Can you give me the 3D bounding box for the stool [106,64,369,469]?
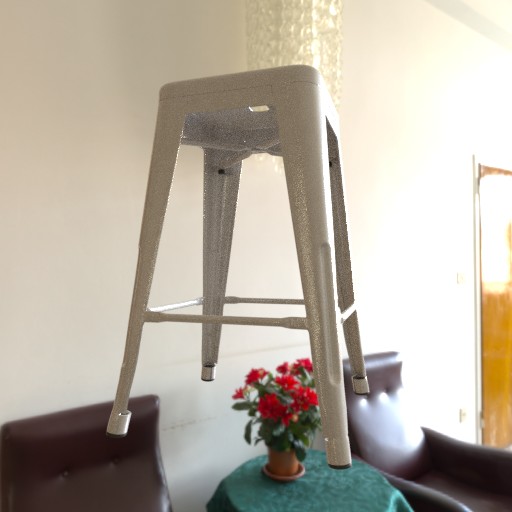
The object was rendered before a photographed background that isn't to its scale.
[{"bbox_3d":[0.000,0.000,0.871,0.406,0.610,0.406,0,-1,18],"label":"stool"}]
